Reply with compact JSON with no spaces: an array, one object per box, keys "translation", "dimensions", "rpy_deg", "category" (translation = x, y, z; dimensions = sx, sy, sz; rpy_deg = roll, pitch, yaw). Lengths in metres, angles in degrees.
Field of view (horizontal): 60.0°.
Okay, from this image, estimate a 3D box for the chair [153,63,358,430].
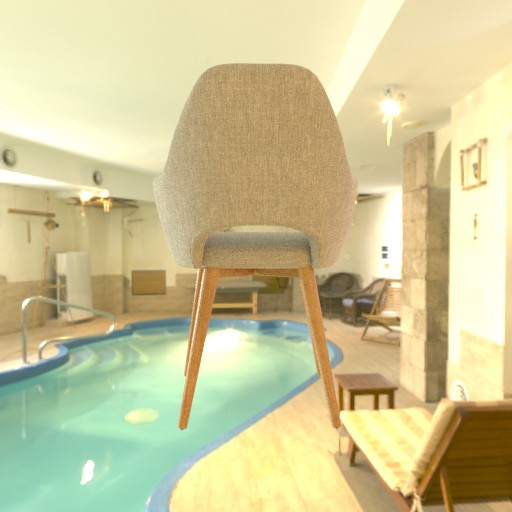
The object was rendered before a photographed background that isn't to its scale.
[{"translation":[0.000,0.000,1.247],"dimensions":[0.590,0.840,0.610],"rpy_deg":[0,1,-1],"category":"chair"}]
